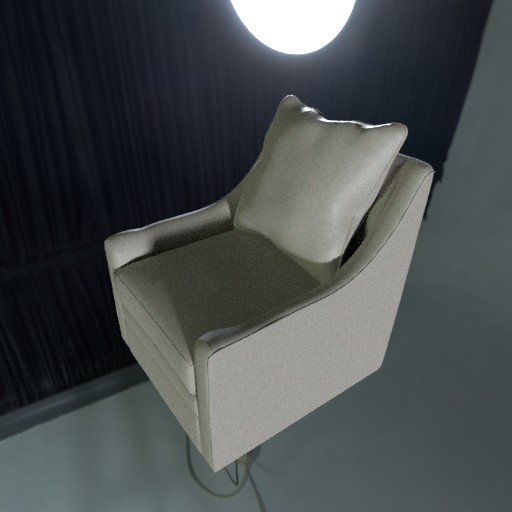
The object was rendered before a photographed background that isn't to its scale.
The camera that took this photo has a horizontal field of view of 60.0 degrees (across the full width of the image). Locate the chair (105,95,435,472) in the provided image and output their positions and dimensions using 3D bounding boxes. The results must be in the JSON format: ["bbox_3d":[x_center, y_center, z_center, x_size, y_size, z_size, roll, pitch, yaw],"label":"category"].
[{"bbox_3d":[0.000,0.000,1.593,0.876,0.942,0.760,-20,37,-30],"label":"chair"}]
